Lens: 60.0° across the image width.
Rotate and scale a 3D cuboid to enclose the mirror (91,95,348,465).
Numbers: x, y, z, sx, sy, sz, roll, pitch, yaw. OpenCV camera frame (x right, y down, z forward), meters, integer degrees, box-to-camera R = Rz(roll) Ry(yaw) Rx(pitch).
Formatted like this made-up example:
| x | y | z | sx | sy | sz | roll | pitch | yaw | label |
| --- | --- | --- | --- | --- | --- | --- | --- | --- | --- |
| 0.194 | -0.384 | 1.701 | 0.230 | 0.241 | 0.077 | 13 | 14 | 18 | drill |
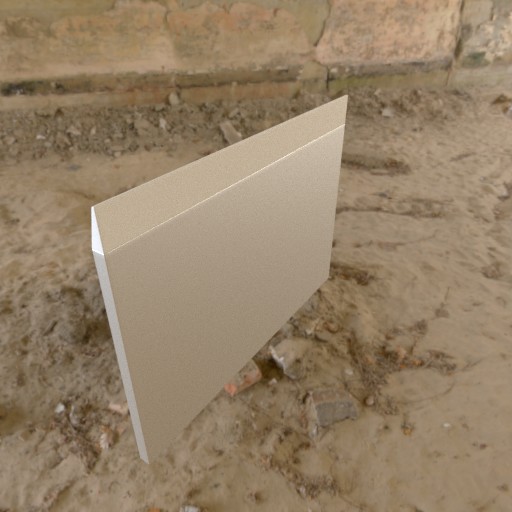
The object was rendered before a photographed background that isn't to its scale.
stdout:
| x | y | z | sx | sy | sz | roll | pitch | yaw | label |
| --- | --- | --- | --- | --- | --- | --- | --- | --- | --- |
| 0.000 | 0.000 | 1.120 | 0.030 | 0.630 | 0.870 | 20 | 38 | 29 | mirror |
